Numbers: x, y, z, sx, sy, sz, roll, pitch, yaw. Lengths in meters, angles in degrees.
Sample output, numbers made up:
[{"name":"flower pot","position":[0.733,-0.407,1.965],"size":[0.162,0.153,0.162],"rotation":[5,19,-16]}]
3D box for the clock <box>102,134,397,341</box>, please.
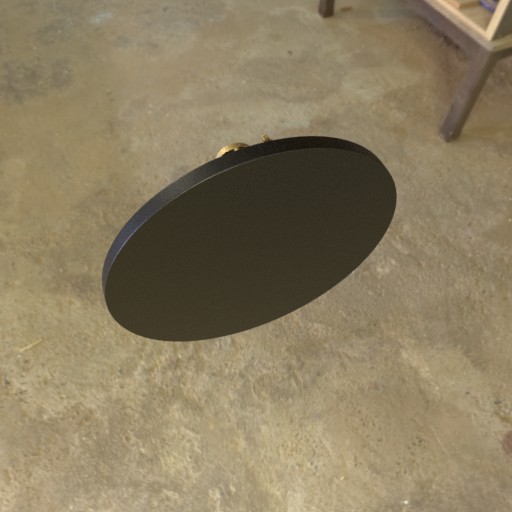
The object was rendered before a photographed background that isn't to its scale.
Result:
[{"name":"clock","position":[0.000,0.000,0.680],"size":[0.454,0.454,0.038],"rotation":[-18,59,-11]}]
